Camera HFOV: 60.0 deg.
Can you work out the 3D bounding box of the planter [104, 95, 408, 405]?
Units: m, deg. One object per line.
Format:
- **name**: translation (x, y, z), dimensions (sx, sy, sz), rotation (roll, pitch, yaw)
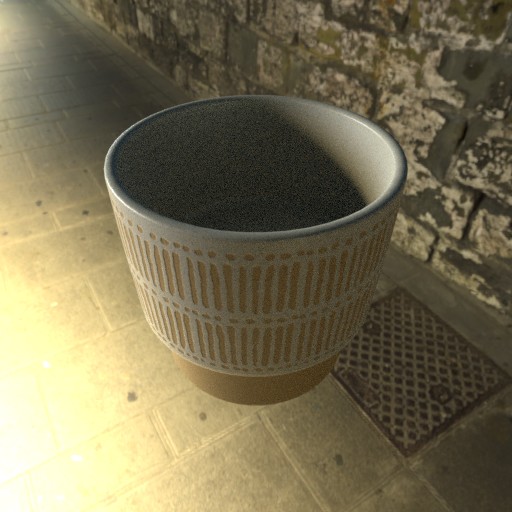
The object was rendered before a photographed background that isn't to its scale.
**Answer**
- **planter**: translation (0.000, 0.000, 0.573), dimensions (0.317, 0.303, 0.317), rotation (0, 40, 0)
